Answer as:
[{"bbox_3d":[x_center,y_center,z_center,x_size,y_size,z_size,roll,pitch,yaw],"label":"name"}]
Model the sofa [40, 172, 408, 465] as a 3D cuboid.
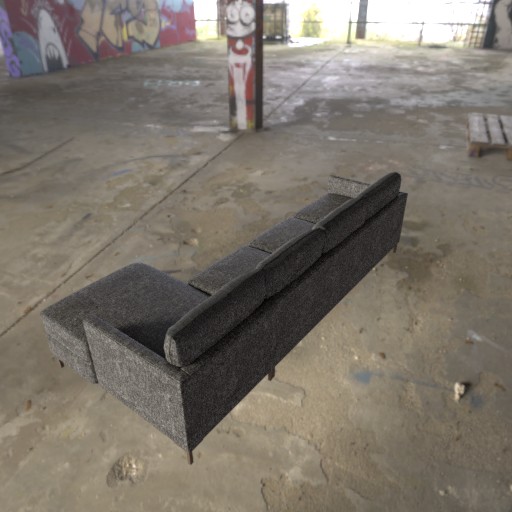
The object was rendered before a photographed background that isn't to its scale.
[{"bbox_3d":[0.000,0.000,4.043,1.488,0.970,3.384,21,37,31],"label":"sofa"}]
